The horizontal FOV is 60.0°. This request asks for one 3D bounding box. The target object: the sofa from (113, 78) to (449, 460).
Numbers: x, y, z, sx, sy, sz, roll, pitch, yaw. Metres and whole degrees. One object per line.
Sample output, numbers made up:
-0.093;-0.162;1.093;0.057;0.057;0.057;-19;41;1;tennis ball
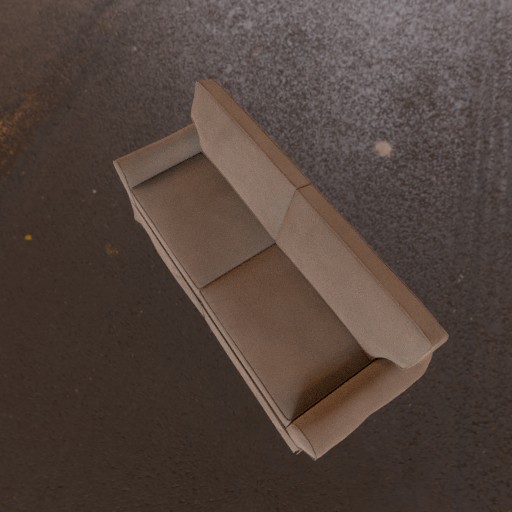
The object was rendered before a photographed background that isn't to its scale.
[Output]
0.000;0.000;2.755;0.900;1.014;2.246;-31;67;-15;sofa
